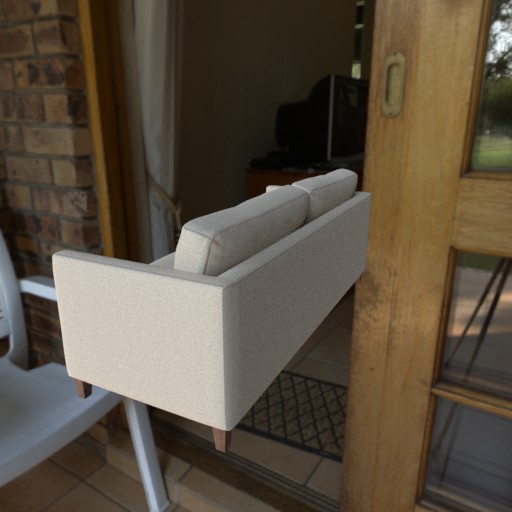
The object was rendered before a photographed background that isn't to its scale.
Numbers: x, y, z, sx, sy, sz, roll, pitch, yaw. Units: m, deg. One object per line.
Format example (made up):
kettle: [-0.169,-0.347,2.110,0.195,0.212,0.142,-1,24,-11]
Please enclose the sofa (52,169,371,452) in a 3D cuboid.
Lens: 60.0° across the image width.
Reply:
sofa: [0.000,0.000,2.875,0.951,0.968,2.361,9,19,26]
